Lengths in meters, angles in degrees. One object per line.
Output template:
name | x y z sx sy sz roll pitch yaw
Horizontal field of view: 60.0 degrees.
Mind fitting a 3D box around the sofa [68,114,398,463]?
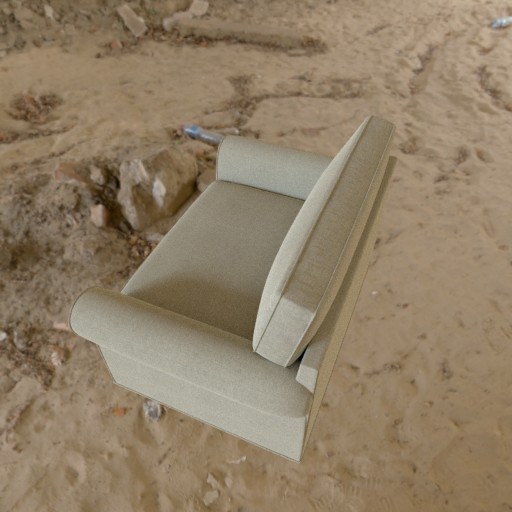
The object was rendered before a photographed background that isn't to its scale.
sofa | 0.000 0.000 2.023 0.936 0.991 1.405 17 48 16
